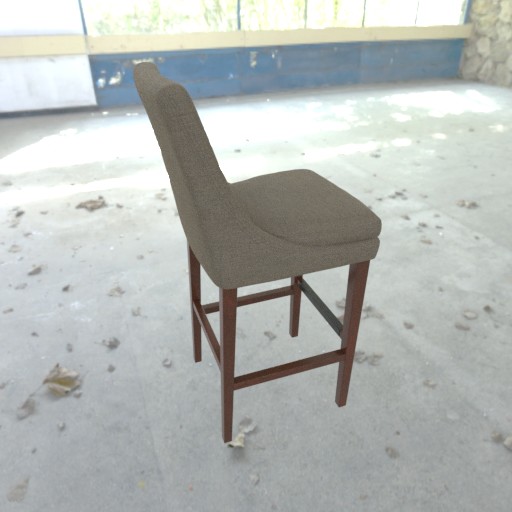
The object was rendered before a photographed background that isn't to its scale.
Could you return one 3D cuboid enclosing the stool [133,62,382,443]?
[{"bbox_3d":[0.000,0.000,1.359,0.577,1.078,0.470,-11,32,-18],"label":"stool"}]
